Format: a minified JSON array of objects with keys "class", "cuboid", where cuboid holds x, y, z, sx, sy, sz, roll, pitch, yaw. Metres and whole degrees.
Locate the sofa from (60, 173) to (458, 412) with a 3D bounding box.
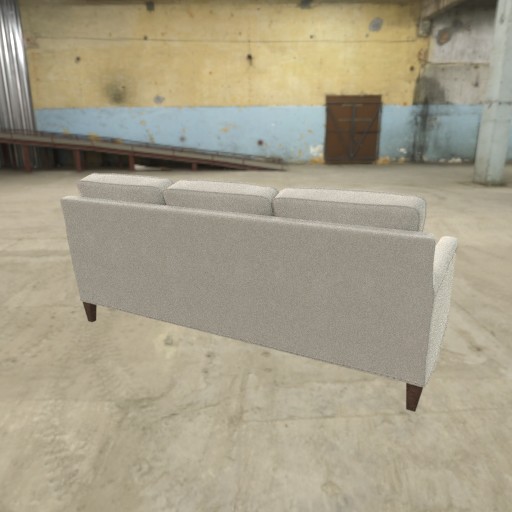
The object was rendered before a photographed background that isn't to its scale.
[{"class":"sofa","cuboid":[0.000,0.000,2.771,2.246,1.003,1.084,9,19,27]}]
